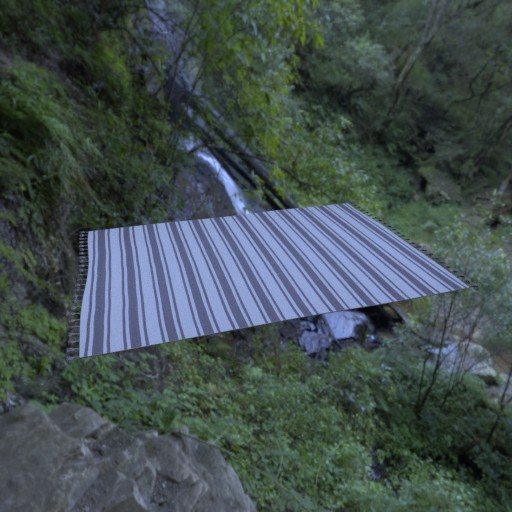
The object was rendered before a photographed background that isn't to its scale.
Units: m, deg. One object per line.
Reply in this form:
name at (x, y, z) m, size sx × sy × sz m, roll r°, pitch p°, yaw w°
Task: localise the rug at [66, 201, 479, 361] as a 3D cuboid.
rug at (0.000, 0.000, 3.909) m, size 3.040 × 0.017 × 2.030 m, roll -8°, pitch 28°, yaw -15°
